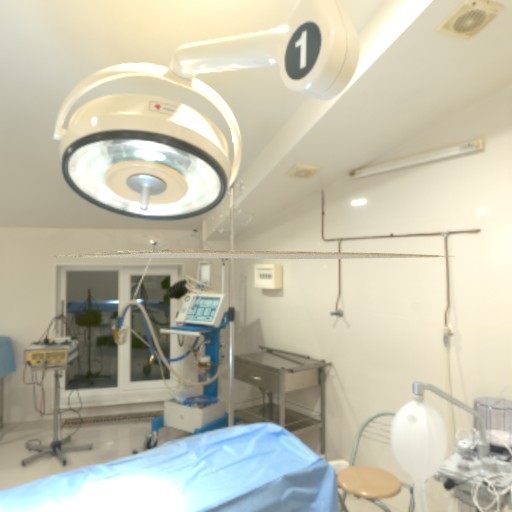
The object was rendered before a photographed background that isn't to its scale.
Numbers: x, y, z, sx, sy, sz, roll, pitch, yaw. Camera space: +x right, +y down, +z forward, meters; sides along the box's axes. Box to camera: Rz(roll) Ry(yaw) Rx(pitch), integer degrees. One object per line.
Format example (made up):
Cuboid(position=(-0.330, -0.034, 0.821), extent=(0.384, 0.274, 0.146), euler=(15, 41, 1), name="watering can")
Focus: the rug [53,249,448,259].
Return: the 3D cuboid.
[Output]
Cuboid(position=(0.000, 0.000, 3.186), extent=(2.465, 0.023, 1.619), euler=(1, -1, -36), name="rug")
